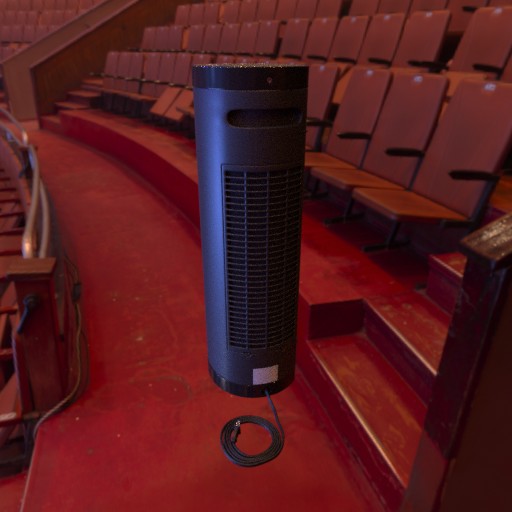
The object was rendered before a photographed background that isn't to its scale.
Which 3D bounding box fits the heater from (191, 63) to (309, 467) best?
[{"bbox_3d":[0.000,0.000,0.699,0.174,0.552,0.312,-7,25,-14],"label":"heater"}]
